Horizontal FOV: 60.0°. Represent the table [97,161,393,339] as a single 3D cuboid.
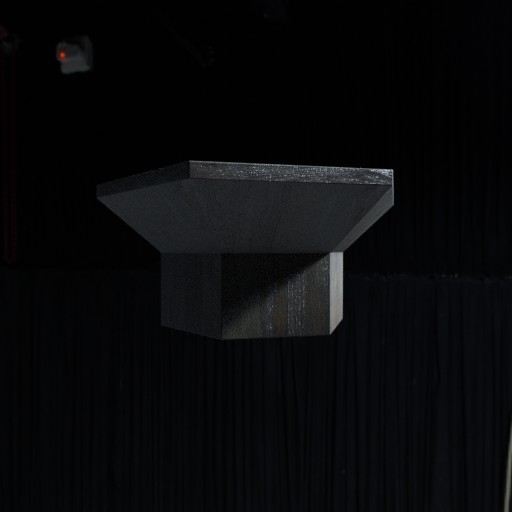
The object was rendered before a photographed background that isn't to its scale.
[{"bbox_3d":[0.000,0.000,1.637,0.966,0.488,1.115,0,1,17],"label":"table"}]
